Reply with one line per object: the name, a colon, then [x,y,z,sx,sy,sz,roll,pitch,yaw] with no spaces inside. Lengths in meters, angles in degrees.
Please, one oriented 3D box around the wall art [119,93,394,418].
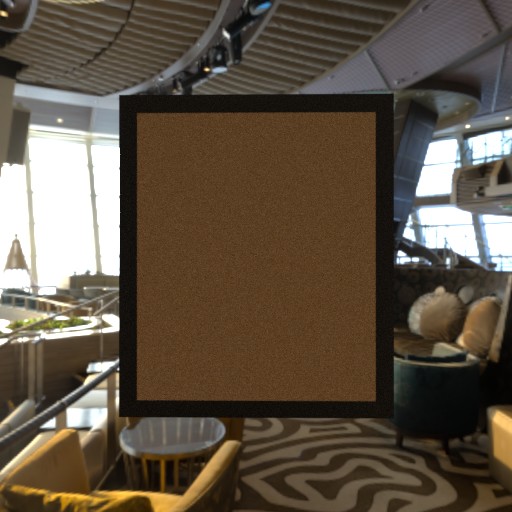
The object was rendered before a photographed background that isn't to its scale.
wall art: [0.000,0.000,0.709,0.432,0.508,0.025,0,0,1]
